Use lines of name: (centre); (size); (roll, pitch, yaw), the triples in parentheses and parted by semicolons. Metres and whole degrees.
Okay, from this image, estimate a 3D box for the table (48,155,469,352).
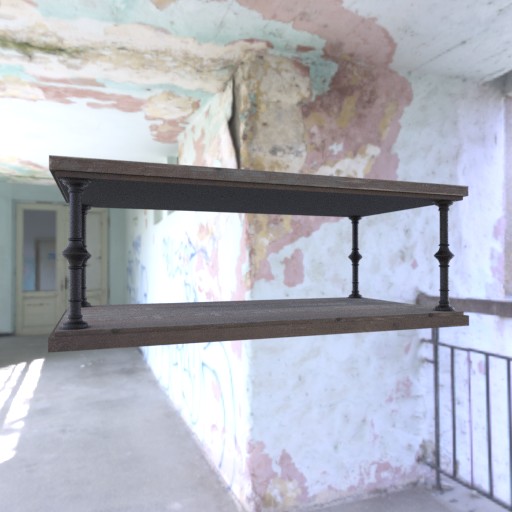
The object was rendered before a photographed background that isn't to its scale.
table: (0.000, 0.000, 1.338); (1.088, 0.399, 0.554); (0, -1, -20)
